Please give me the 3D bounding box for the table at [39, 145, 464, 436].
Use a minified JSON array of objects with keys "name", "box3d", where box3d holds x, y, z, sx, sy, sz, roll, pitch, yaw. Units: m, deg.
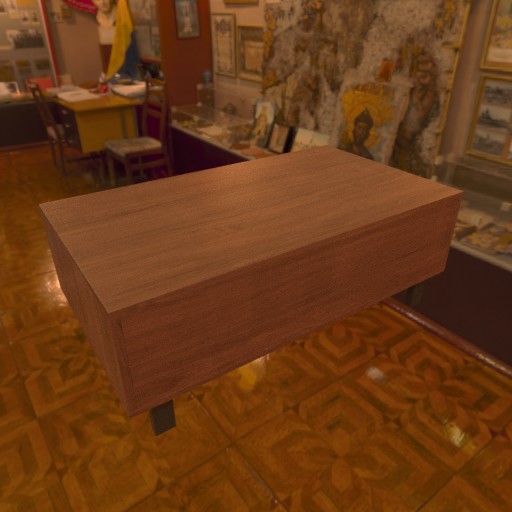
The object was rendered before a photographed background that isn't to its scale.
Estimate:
[{"name":"table","box3d":[0.000,0.000,1.321,1.020,0.380,0.600,-18,34,-29]}]
